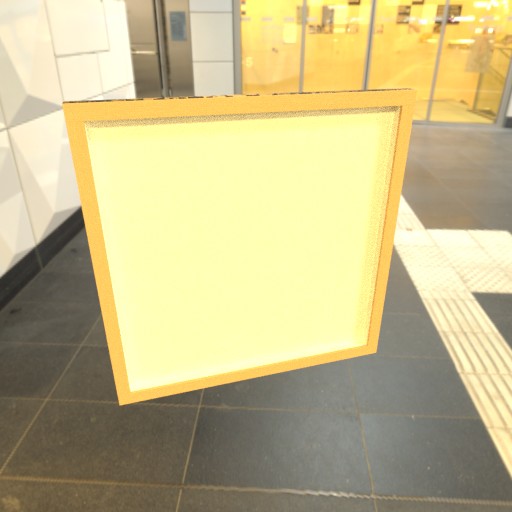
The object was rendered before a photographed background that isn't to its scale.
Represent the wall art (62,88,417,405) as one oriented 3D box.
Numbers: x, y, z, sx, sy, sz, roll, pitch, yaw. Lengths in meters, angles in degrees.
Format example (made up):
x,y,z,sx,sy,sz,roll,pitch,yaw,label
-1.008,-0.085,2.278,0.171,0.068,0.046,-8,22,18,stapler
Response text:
x,y,z,sx,sy,sz,roll,pitch,yaw,label
0.000,0.000,1.325,0.914,0.914,0.038,-8,28,-15,wall art
